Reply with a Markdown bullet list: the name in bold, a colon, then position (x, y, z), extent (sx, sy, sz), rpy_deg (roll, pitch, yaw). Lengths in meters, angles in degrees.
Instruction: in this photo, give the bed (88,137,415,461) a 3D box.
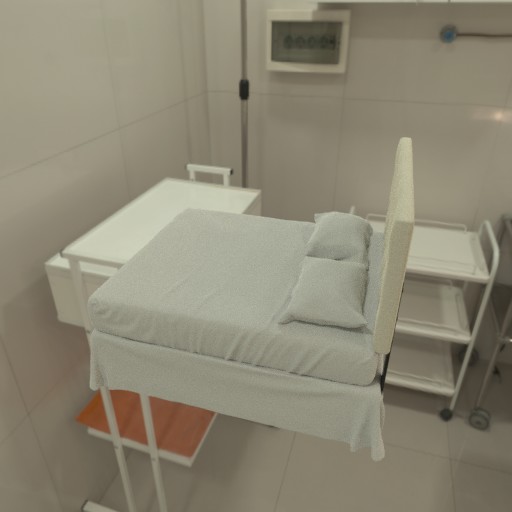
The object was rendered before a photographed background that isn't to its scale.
- **bed**: position (0.000, 0.000, 3.409), extent (2.222, 1.577, 1.936), rpy_deg (8, 30, 14)
